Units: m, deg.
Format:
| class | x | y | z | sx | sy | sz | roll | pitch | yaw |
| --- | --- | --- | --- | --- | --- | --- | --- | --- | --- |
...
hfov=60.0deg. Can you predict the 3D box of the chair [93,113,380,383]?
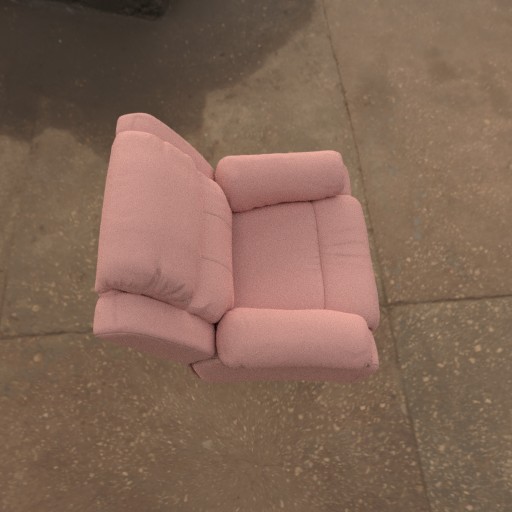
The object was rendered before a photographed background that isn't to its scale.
| class | x | y | z | sx | sy | sz | roll | pitch | yaw |
| --- | --- | --- | --- | --- | --- | --- | --- | --- | --- |
| chair | 0.000 | 0.000 | 1.278 | 0.709 | 0.702 | 0.680 | -2 | 65 | -1 |
